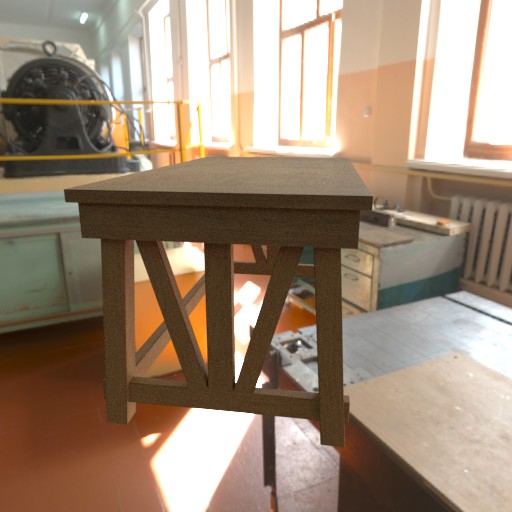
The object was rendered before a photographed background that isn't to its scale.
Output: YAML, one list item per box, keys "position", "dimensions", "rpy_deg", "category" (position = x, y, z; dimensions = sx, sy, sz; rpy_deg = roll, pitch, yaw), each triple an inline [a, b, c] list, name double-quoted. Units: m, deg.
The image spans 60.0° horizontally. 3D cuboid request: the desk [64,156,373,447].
- position: [0.000, 0.000, 1.950]
  dimensions: [0.813, 0.762, 1.499]
  rpy_deg: [3, 16, 9]
  category: "desk"
